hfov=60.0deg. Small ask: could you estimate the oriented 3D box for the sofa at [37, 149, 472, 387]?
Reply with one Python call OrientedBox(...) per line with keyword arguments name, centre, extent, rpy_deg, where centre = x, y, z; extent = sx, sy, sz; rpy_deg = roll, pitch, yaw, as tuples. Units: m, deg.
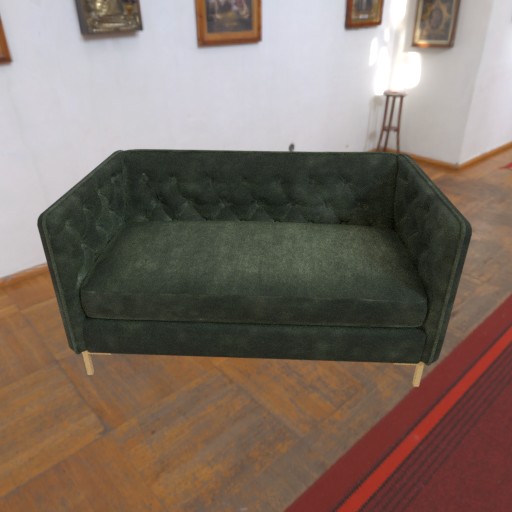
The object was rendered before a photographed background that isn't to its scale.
OrientedBox(name="sofa", centre=(0.000, 0.000, 2.067), extent=(1.537, 0.768, 0.895), rpy_deg=(1, 29, 2))
